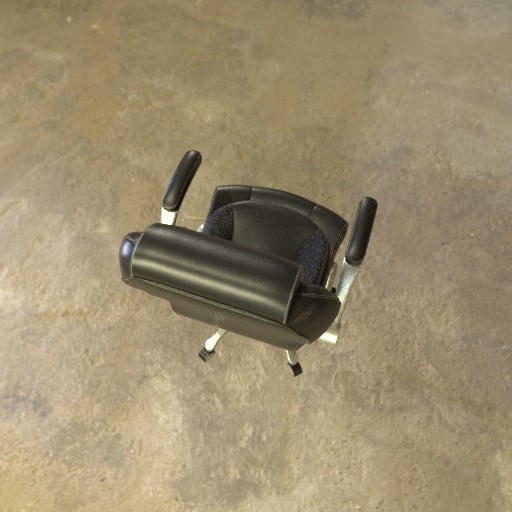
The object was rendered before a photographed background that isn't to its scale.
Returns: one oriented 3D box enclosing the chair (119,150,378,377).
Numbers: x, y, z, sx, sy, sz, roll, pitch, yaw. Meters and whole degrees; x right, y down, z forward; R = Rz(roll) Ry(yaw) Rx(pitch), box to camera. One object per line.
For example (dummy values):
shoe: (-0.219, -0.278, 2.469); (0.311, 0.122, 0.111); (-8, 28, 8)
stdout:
chair: (0.000, 0.000, 1.634); (0.724, 1.141, 0.801); (17, 64, 9)
